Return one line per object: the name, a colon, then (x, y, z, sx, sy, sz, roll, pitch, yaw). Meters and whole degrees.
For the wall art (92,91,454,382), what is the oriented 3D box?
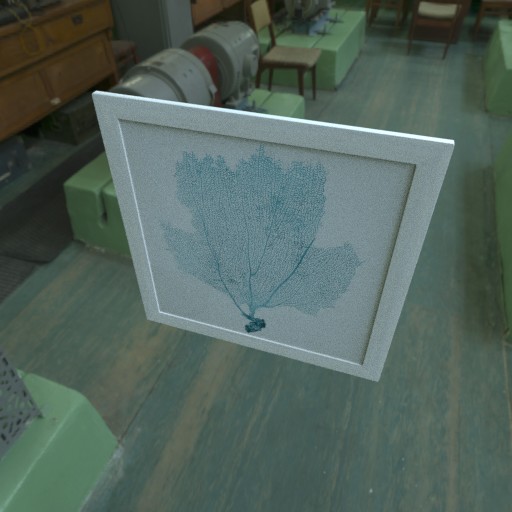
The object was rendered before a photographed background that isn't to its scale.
wall art: (0.000, 0.000, 0.880, 0.584, 0.584, 0.013, 12, 43, 14)
